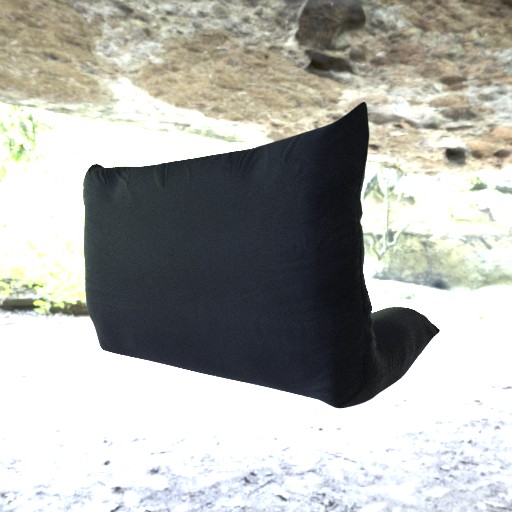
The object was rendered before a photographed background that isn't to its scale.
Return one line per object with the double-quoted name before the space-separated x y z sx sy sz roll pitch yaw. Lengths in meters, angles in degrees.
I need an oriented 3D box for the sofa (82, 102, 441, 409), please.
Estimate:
"sofa" 0.000 0.000 1.660 1.122 0.778 0.849 1 1 36
